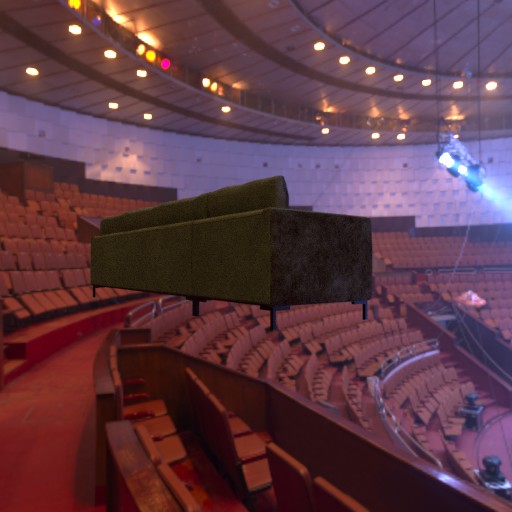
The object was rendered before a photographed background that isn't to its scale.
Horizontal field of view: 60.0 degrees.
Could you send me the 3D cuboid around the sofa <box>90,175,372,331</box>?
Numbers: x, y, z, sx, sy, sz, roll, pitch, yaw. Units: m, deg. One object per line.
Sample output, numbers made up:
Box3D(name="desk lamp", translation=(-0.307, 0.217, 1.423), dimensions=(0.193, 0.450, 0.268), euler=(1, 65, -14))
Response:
Box3D(name="sofa", translation=(0.000, 0.000, 3.322), dimensions=(1.707, 0.687, 2.486), euler=(1, -1, -37))
